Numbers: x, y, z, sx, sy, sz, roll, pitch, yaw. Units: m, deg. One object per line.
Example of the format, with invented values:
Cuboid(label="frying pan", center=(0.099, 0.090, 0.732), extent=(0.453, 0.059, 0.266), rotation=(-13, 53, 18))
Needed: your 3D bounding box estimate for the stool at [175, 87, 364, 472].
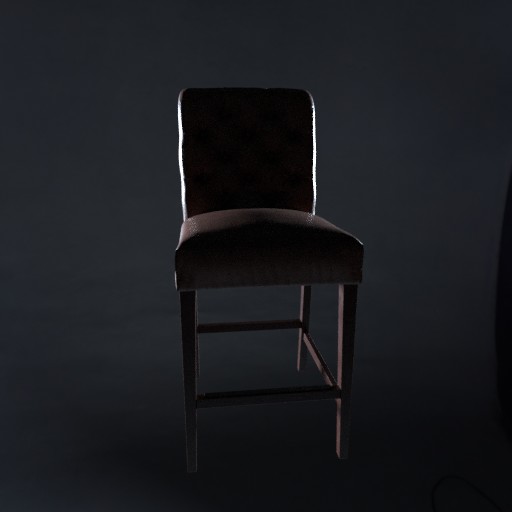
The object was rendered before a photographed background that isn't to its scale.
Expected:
Cuboid(label="stool", center=(0.000, 0.000, 1.438), extent=(0.486, 1.084, 0.660), rotation=(-2, 15, -7))
